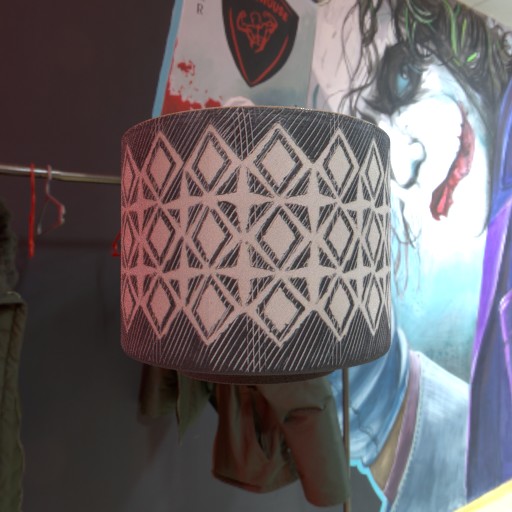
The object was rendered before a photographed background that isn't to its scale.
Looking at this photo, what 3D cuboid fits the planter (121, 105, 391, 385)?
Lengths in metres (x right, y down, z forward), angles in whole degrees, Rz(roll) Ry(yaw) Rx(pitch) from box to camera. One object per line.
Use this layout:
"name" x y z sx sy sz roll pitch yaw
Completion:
"planter" 0.000 0.000 0.217 0.126 0.104 0.126 0 -1 0
